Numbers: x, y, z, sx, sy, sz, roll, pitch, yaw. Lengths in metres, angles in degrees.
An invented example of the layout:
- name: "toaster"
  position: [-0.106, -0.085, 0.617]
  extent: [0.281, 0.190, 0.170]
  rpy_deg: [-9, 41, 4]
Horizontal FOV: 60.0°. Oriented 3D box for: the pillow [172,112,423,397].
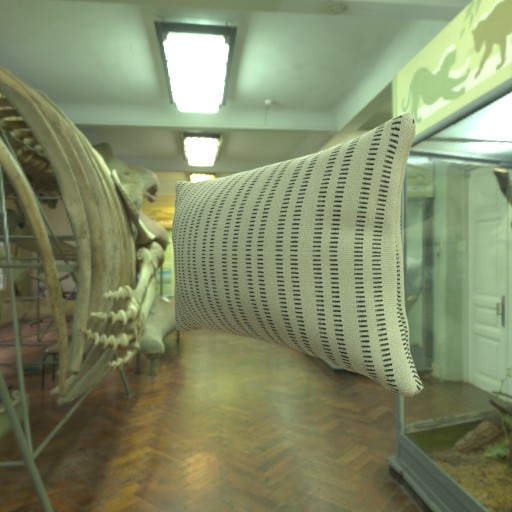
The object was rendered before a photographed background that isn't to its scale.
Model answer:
- name: "pillow"
  position: [0.000, 0.000, 0.792]
  extent: [0.210, 0.353, 0.640]
  rpy_deg: [0, 0, -37]
